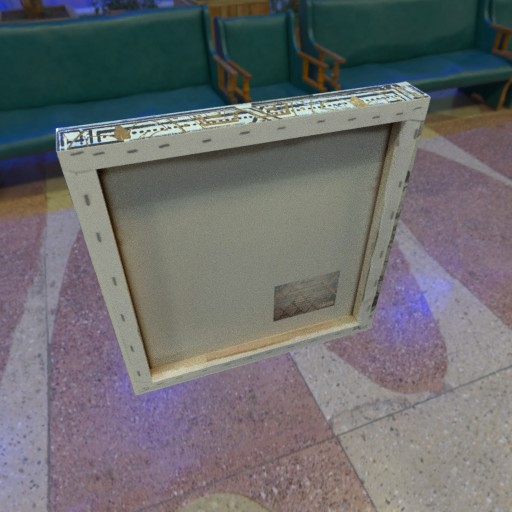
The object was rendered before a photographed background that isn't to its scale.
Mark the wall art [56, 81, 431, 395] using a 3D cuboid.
[{"bbox_3d":[0.000,0.000,0.453,0.302,0.306,0.038,-13,42,-14],"label":"wall art"}]
